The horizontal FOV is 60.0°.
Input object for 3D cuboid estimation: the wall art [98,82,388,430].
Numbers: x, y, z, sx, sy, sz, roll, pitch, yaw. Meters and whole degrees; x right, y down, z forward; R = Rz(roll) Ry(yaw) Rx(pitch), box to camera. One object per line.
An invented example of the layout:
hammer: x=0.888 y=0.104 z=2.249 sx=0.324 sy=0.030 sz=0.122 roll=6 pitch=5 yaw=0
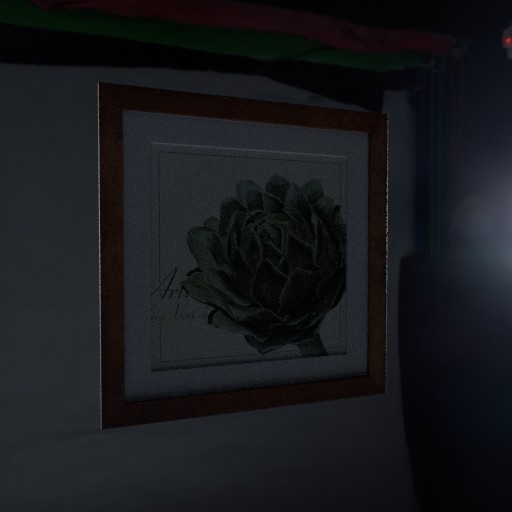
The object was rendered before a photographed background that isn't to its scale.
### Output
wall art: x=0.000 y=0.000 z=0.834 sx=0.554 sy=0.572 sz=0.037 roll=0 pitch=1 yaw=-19
